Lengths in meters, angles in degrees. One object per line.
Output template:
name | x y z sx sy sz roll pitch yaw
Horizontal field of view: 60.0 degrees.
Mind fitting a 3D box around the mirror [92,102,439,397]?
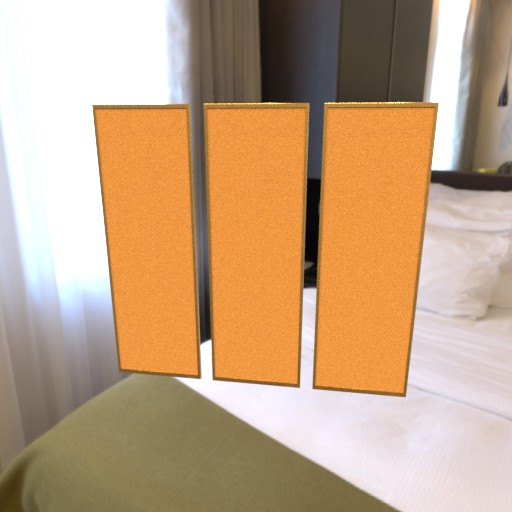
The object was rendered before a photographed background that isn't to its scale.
mirror | 0.000 0.000 1.423 1.011 0.926 0.023 3 17 8
